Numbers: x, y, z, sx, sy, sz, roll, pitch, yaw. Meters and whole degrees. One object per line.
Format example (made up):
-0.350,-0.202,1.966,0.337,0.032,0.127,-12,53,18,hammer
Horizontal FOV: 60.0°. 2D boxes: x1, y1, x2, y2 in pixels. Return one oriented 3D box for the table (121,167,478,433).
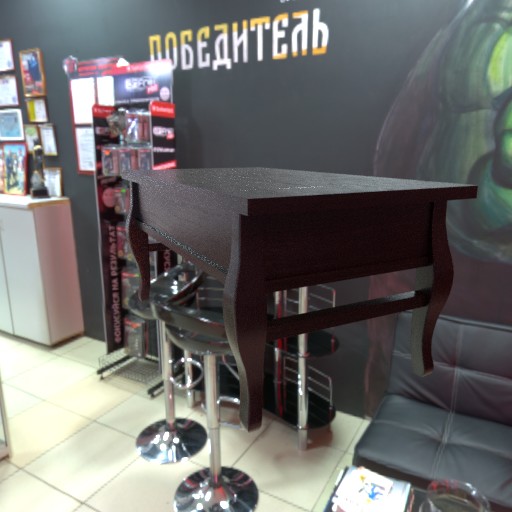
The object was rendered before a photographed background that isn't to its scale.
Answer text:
0.000,0.000,1.389,0.600,0.494,1.062,-7,15,-27,table
